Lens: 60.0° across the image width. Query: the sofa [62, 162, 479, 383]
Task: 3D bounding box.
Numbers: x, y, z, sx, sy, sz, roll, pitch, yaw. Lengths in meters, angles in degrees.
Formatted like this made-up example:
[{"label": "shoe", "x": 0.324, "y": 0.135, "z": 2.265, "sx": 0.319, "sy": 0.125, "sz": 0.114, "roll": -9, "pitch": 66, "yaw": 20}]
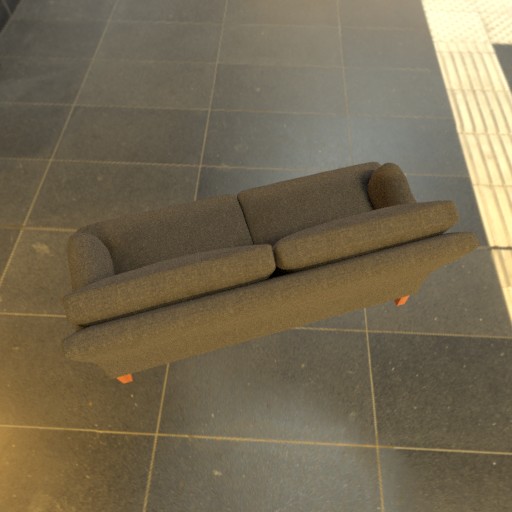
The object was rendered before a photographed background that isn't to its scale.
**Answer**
[{"label": "sofa", "x": 0.000, "y": 0.000, "z": 2.756, "sx": 2.160, "sy": 1.054, "sz": 1.087, "roll": -14, "pitch": 58, "yaw": -9}]
